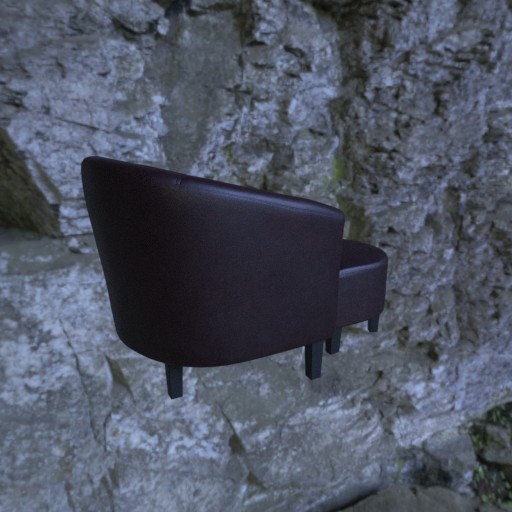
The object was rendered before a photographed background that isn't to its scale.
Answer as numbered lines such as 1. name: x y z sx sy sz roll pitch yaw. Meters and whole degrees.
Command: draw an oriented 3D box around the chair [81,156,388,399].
1. chair: 0.000 0.000 1.676 1.176 0.755 0.737 -8 17 -27
